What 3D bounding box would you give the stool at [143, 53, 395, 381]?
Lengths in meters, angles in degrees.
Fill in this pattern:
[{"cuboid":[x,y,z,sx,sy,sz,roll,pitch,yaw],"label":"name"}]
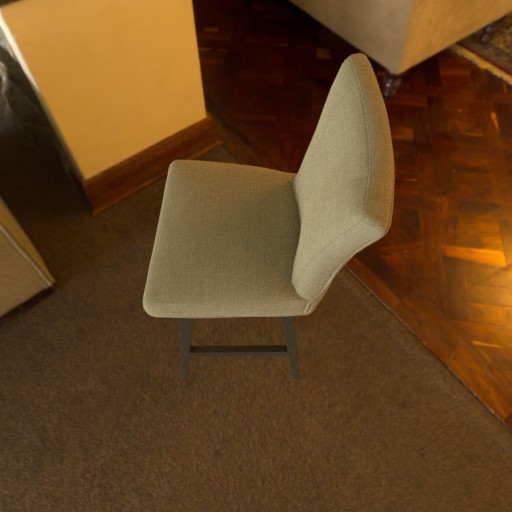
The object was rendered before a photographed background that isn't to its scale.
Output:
[{"cuboid":[0.000,0.000,1.382,0.574,1.086,0.514,2,59,1],"label":"stool"}]
